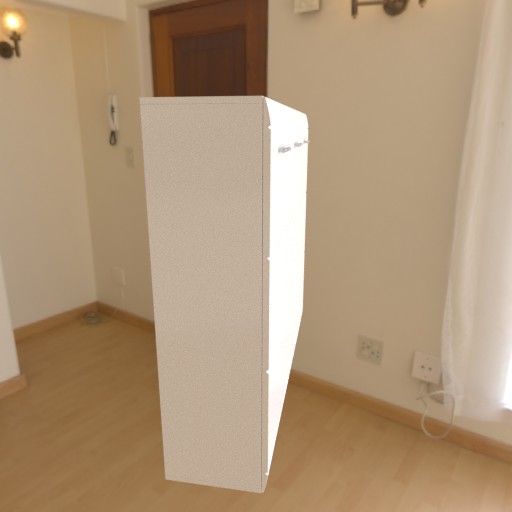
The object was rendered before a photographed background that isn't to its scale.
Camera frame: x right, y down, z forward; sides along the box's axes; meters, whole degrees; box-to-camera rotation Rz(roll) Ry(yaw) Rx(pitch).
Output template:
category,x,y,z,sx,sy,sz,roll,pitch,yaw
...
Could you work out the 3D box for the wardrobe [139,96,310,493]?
category,x,y,z,sx,sy,sz,roll,pitch,yaw
wardrobe,0.000,0.000,1.899,0.360,1.200,1.340,3,16,10
